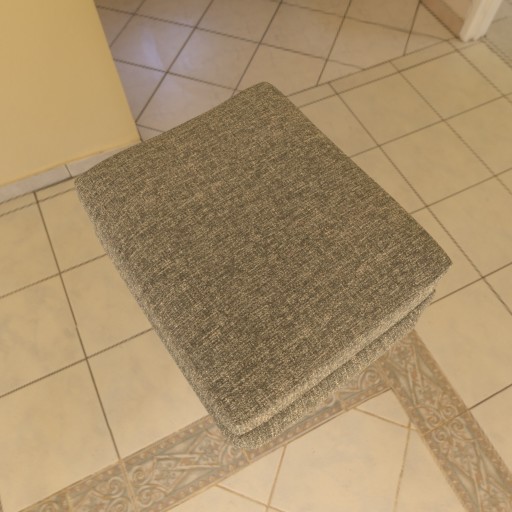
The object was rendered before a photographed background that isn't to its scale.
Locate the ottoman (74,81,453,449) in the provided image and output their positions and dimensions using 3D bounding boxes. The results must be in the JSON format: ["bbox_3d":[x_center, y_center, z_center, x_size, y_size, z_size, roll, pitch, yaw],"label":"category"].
[{"bbox_3d":[0.000,0.000,1.253,0.683,0.480,0.828,-33,67,-16],"label":"ottoman"}]
